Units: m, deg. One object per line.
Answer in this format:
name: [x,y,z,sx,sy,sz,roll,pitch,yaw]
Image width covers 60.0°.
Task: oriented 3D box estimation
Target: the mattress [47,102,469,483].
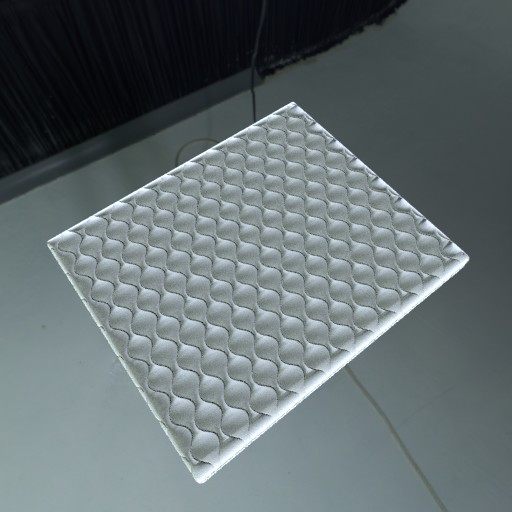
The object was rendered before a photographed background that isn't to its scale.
mattress: [0.000,0.000,2.640,1.900,0.200,1.600,-34,67,-17]
